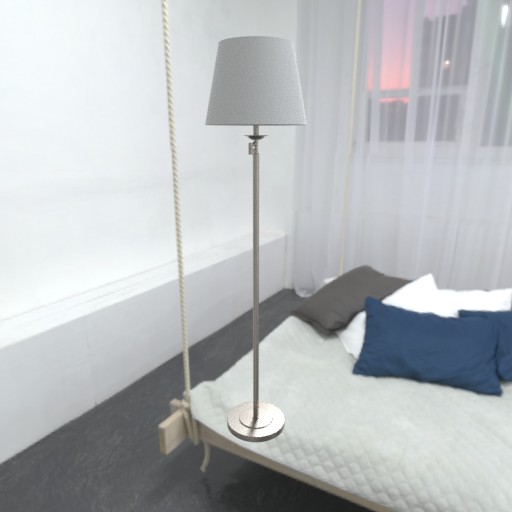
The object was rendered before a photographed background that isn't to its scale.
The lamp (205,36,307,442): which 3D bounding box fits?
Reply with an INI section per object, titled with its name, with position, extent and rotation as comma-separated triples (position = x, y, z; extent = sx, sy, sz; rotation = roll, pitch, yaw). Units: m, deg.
[lamp]
position = 0.000, 0.000, 1.681
extent = 0.355, 1.473, 0.355
rotation = 0, 16, 0
